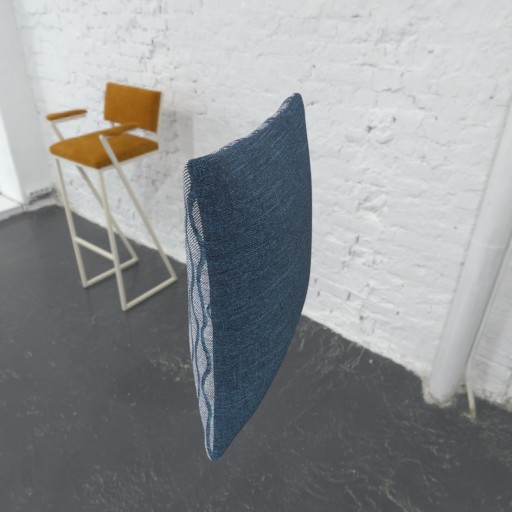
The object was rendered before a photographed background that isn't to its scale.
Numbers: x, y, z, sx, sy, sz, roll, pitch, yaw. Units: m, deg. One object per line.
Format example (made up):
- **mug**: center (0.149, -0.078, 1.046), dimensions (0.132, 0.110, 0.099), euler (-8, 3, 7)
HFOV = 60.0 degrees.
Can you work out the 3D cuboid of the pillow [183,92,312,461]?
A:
- **pillow**: center (0.000, 0.000, 0.698), dimensions (0.159, 0.435, 0.435), euler (8, 30, 15)
